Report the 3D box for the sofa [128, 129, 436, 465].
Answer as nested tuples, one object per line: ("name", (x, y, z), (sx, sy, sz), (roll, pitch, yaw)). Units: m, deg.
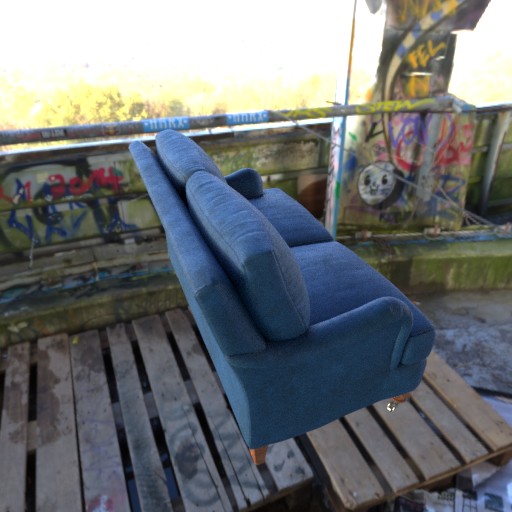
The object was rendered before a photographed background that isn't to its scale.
("sofa", (0.000, 0.000, 2.509), (1.084, 1.101, 1.853), (-11, 32, -18))
